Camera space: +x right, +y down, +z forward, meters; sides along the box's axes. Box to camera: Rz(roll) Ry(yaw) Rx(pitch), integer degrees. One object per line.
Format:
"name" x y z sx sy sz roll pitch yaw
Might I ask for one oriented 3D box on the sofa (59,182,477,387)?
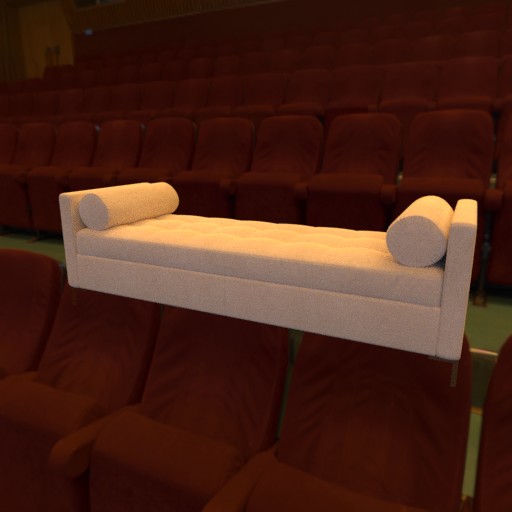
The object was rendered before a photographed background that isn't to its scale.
"sofa" 0.000 0.000 2.274 1.981 0.635 0.686 7 16 25
